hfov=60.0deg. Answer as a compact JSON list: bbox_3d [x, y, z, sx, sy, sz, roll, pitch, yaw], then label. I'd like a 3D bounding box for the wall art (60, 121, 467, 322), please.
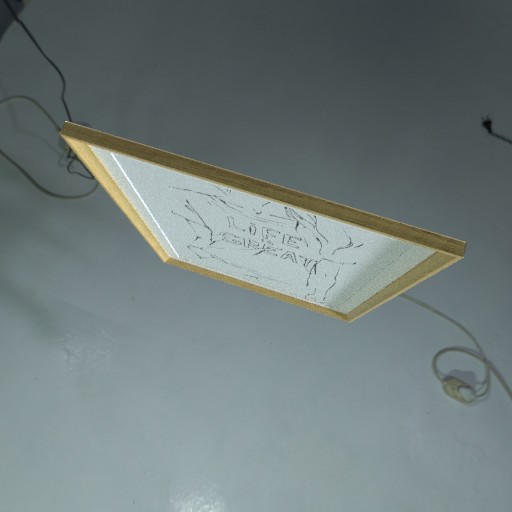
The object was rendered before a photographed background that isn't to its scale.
[{"bbox_3d":[0.000,0.000,1.320,0.798,1.002,0.030,18,75,5],"label":"wall art"}]
